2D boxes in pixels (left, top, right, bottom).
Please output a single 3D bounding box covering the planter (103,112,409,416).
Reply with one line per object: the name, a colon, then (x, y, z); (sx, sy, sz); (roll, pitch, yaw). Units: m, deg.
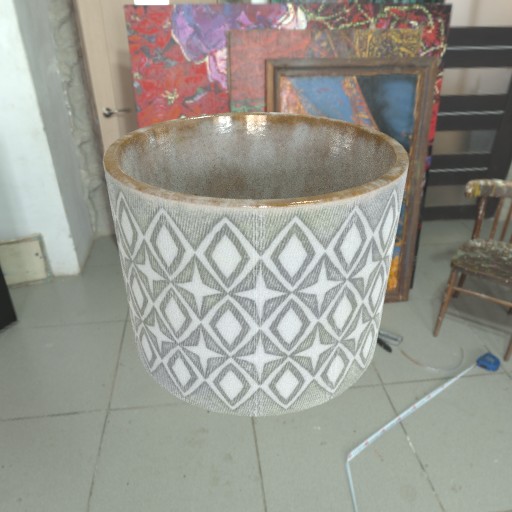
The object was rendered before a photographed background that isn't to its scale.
planter: (0.000, 0.000, 0.440); (0.255, 0.223, 0.255); (0, 30, 0)
